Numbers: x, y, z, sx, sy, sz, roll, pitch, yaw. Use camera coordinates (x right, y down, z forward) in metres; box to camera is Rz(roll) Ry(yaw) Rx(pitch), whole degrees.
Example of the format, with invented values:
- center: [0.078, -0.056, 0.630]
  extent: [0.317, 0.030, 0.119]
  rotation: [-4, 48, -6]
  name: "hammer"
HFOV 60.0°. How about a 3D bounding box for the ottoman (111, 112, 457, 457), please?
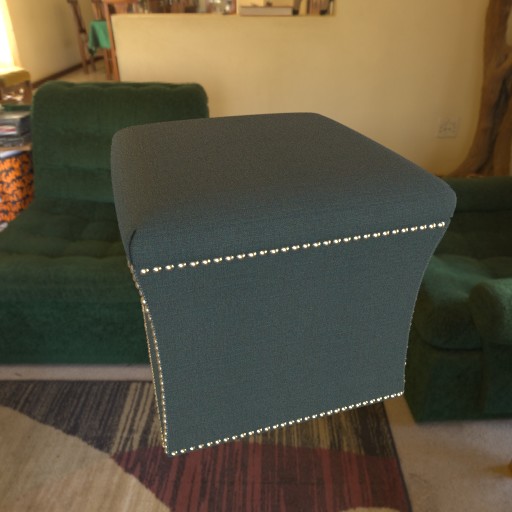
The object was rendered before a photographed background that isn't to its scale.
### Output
- center: [0.000, 0.000, 0.886]
  extent: [0.497, 0.475, 0.507]
  rotation: [-9, 32, -15]
  name: "ottoman"
